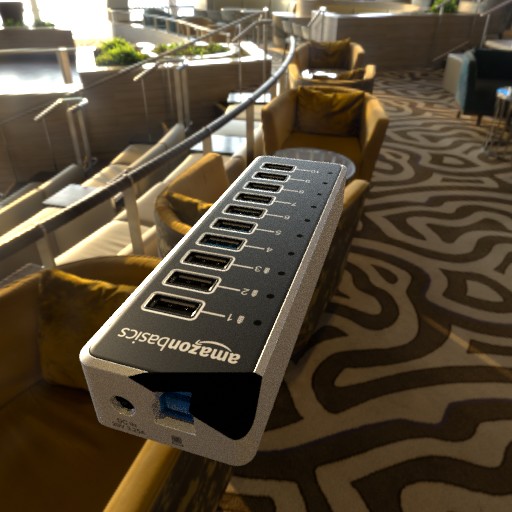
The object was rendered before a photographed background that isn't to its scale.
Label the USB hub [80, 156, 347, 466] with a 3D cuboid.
[{"bbox_3d":[0.000,0.000,0.162,0.044,0.023,0.145,10,34,15],"label":"USB hub"}]
